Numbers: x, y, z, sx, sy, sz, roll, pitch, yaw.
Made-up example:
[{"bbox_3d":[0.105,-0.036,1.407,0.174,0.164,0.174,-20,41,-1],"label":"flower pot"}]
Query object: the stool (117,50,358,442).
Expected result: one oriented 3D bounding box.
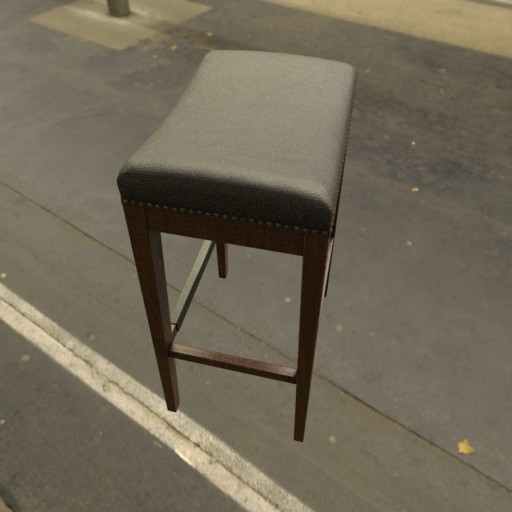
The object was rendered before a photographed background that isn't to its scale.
[{"bbox_3d":[0.000,0.000,1.030,0.361,0.765,0.500,10,48,9],"label":"stool"}]
